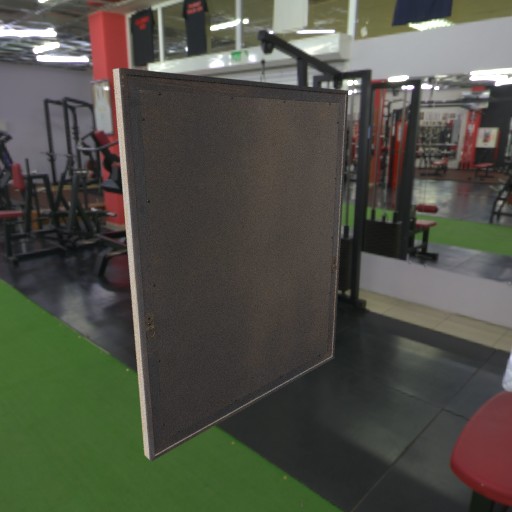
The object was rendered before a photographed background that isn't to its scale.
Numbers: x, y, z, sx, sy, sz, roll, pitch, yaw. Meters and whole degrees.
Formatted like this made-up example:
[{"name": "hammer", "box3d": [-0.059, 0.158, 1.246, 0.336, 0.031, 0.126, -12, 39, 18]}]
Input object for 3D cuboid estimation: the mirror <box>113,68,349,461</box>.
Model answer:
[{"name": "mirror", "box3d": [0.000, 0.000, 1.203, 0.730, 0.882, 0.032, -15, 22, -42]}]
